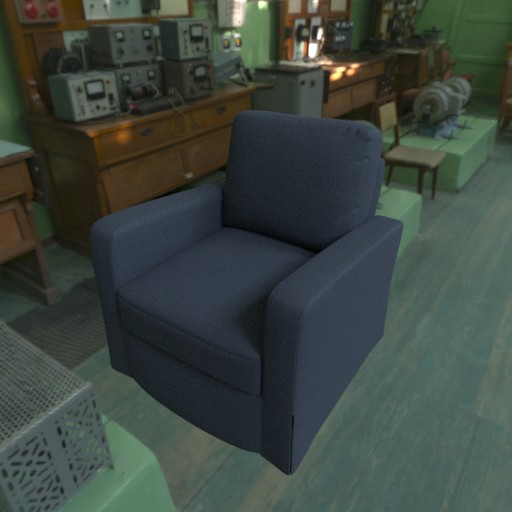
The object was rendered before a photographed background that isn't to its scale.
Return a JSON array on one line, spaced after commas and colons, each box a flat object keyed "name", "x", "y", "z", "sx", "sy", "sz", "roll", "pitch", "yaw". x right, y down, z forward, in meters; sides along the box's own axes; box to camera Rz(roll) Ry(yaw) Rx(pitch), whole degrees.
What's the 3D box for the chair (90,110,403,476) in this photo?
[{"name": "chair", "x": 0.000, "y": 0.000, "z": 1.553, "sx": 0.798, "sy": 0.855, "sz": 0.863, "roll": 19, "pitch": 36, "yaw": 29}]
